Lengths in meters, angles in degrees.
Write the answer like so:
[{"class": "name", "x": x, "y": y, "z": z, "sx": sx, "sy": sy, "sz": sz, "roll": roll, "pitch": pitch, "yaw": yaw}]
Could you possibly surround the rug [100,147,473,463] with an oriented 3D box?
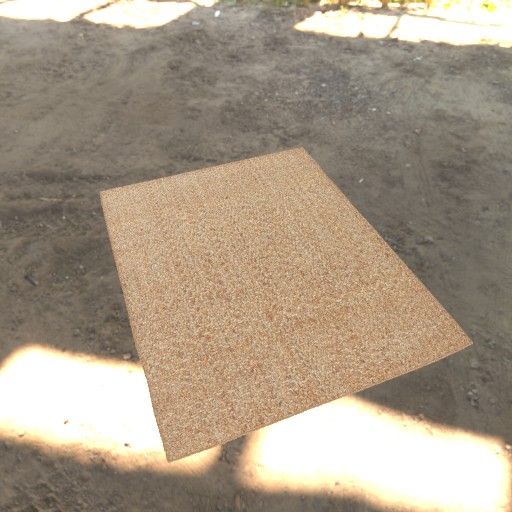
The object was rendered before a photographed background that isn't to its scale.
[{"class": "rug", "x": 0.000, "y": 0.000, "z": 4.086, "sx": 2.439, "sy": 0.013, "sz": 3.048, "roll": -16, "pitch": 48, "yaw": -15}]
